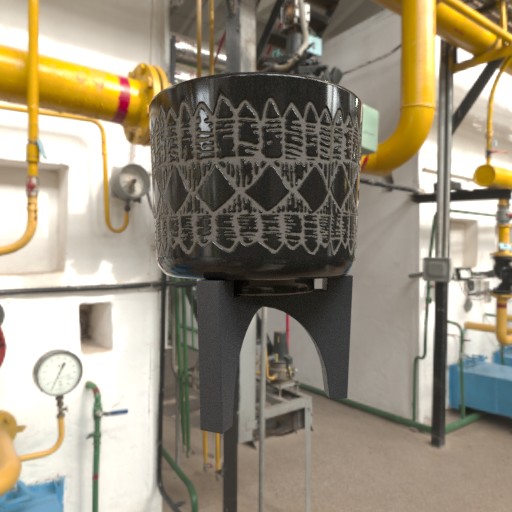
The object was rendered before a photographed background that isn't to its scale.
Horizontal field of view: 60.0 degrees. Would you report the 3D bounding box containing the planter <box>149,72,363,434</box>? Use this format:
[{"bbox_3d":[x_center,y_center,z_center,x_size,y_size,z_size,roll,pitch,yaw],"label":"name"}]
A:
[{"bbox_3d":[0.000,0.000,0.275,0.129,0.177,0.129,0,1,0],"label":"planter"}]
